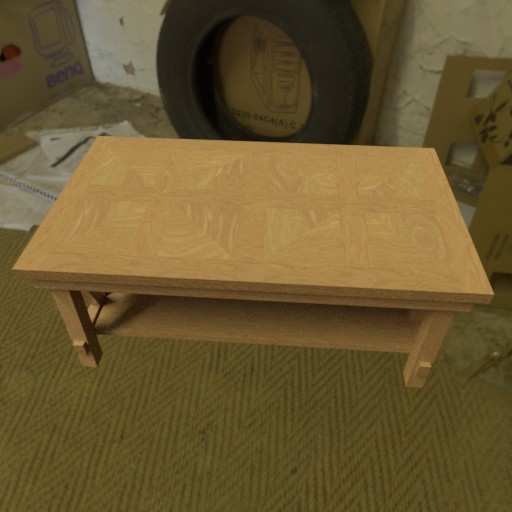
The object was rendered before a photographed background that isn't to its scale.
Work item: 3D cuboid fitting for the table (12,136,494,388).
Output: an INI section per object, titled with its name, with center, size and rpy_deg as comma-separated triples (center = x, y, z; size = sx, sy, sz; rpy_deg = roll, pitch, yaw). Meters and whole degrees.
[table]
center = 0.000, 0.000, 1.592
size = 1.270, 0.507, 0.711
rpy_deg = 3, 45, 3
